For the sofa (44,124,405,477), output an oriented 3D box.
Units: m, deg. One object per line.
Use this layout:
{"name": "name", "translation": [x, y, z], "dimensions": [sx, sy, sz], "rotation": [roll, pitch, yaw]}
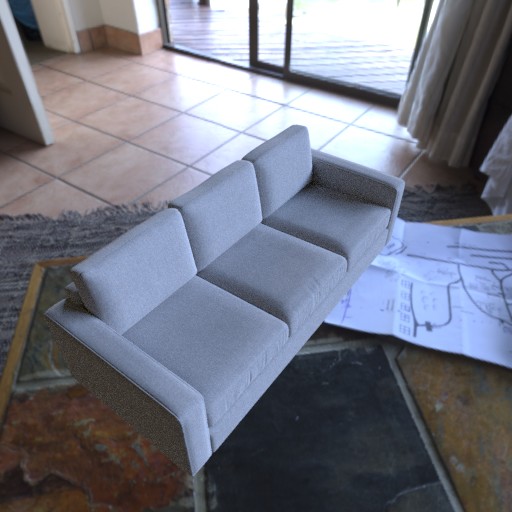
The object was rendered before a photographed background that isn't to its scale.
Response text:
{"name": "sofa", "translation": [0.000, 0.000, 2.569], "dimensions": [0.900, 0.800, 2.120], "rotation": [26, 48, 27]}
